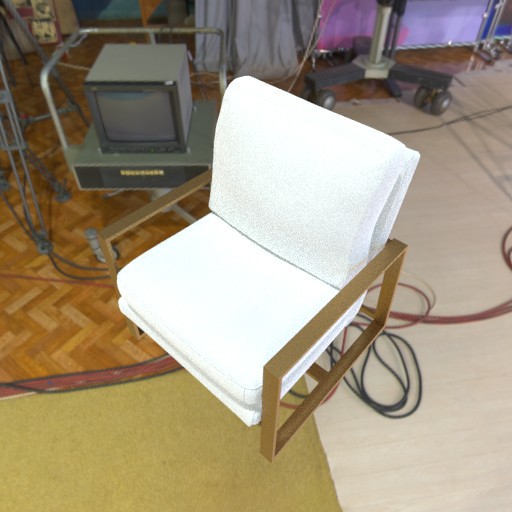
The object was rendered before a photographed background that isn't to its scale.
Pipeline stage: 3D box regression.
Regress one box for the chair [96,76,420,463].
[{"bbox_3d":[0.000,0.000,1.569,0.805,0.966,0.813,33,55,27],"label":"chair"}]
